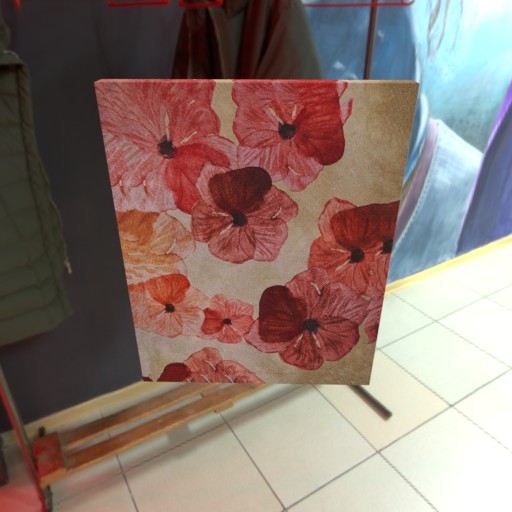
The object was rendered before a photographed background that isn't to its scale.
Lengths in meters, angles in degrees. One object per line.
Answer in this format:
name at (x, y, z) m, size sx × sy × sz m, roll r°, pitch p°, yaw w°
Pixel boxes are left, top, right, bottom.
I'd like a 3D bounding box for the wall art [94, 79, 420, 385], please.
wall art at (0.000, 0.000, 0.686) m, size 0.406 × 0.508 × 0.028 m, roll 1°, pitch 29°, yaw 1°
